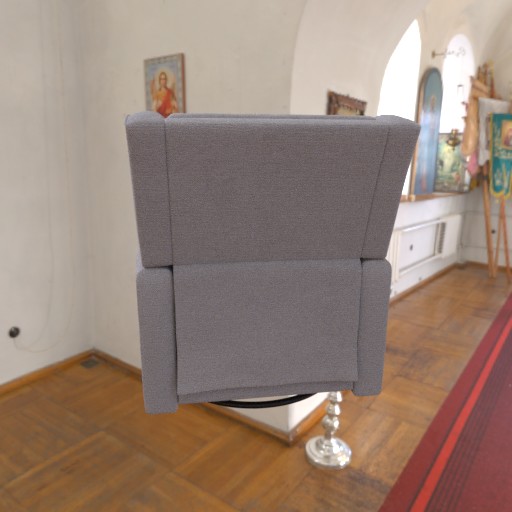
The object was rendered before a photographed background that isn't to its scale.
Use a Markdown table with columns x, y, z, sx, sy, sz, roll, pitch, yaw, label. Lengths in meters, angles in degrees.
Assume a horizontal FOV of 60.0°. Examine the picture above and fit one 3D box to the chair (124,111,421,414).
| x | y | z | sx | sy | sz | roll | pitch | yaw | label |
| --- | --- | --- | --- | --- | --- | --- | --- | --- | --- |
| 0.000 | 0.000 | 1.641 | 0.906 | 0.966 | 0.854 | -2 | 13 | -9 | chair |
